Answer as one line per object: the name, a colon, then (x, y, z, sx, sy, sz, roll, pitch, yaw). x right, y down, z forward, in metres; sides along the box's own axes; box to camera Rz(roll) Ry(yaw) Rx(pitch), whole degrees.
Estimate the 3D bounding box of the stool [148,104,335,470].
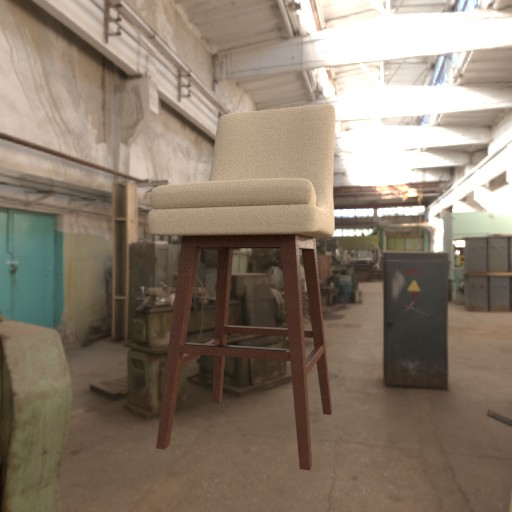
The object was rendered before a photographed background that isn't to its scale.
stool: (0.000, 0.000, 1.420, 0.483, 1.093, 0.559, 0, 0, 17)
